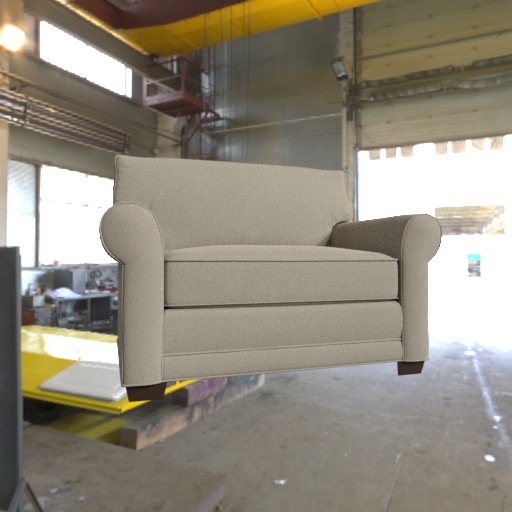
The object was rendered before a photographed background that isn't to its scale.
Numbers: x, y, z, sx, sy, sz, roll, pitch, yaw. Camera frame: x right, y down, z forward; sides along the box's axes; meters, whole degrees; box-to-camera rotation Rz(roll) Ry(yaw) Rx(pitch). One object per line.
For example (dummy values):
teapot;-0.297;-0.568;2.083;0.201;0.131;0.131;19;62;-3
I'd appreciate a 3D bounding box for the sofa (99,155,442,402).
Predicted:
sofa;0.000;0.000;2.112;1.405;1.006;0.937;0;0;-18
